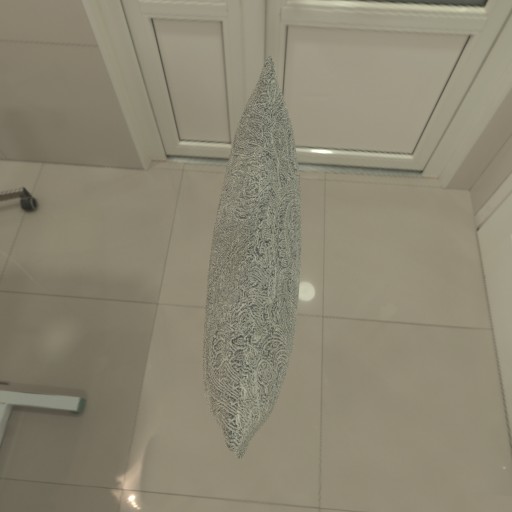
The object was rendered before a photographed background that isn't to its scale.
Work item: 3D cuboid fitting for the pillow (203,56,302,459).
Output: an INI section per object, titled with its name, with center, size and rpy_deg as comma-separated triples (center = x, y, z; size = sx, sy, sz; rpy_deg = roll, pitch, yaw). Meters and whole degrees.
[pillow]
center = 0.000, 0.000, 0.745
size = 0.151, 0.295, 0.615
rpy_deg = 4, 64, 2
